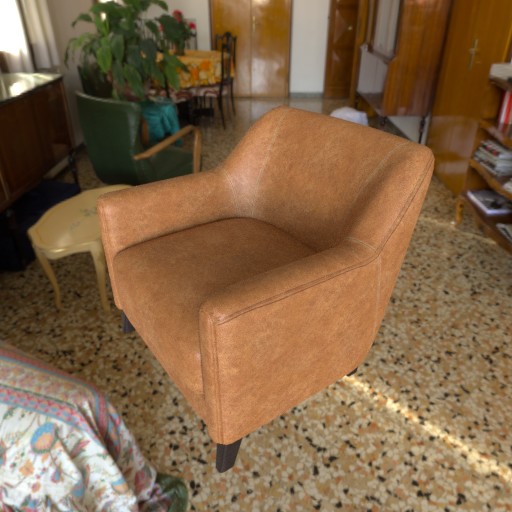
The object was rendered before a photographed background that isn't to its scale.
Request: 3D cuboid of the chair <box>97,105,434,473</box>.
[{"bbox_3d":[0.000,0.000,1.846,1.034,0.980,1.037,-20,36,-30],"label":"chair"}]
